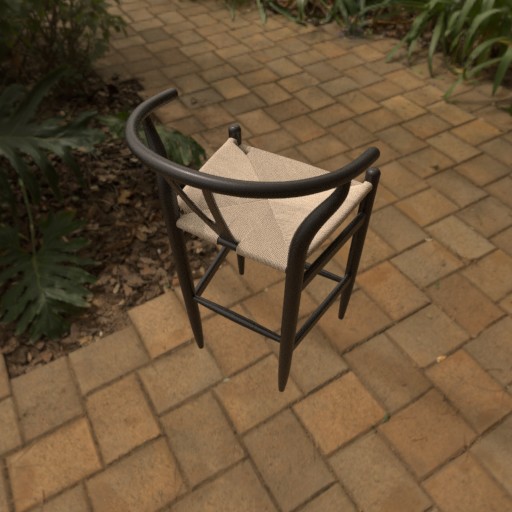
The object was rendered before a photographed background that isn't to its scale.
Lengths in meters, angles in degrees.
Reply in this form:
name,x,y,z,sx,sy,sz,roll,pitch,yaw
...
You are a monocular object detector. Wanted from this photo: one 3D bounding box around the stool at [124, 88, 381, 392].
name,x,y,z,sx,sy,sz,roll,pitch,yaw
stool,0.000,0.000,1.333,0.569,0.970,0.579,23,51,20
